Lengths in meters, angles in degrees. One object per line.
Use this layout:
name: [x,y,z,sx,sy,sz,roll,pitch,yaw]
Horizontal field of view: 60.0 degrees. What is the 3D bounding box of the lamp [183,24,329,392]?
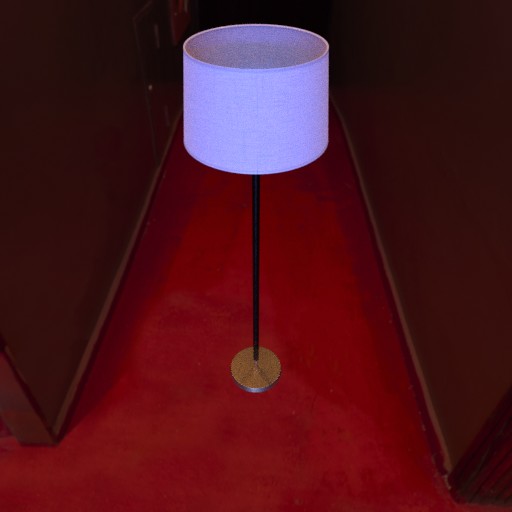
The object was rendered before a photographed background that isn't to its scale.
lamp: [0.000,0.000,1.611,0.420,1.447,0.420,0,42,0]
